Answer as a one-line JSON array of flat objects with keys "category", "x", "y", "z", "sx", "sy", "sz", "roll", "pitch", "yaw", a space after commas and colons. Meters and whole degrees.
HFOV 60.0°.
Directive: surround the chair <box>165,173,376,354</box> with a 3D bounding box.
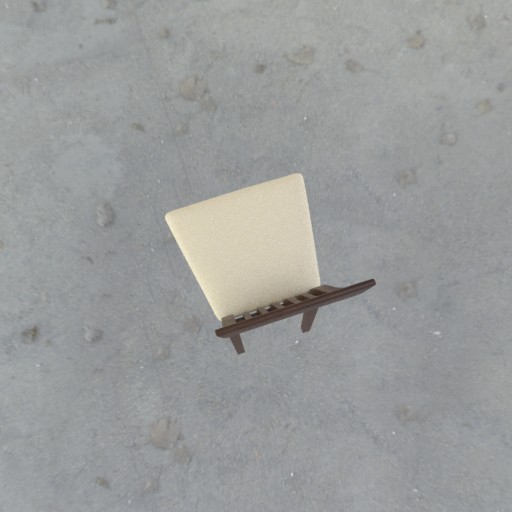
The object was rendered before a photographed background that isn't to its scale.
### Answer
[{"category": "chair", "x": 0.000, "y": 0.000, "z": 1.308, "sx": 0.460, "sy": 1.027, "sz": 0.474, "roll": -18, "pitch": 77, "yaw": -4}]
